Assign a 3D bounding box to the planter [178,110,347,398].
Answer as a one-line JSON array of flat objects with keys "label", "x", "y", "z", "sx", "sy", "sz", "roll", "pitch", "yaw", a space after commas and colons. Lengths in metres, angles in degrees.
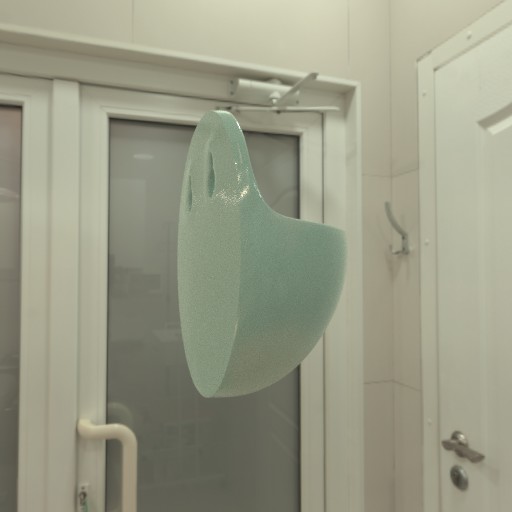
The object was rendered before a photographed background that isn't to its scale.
[{"label": "planter", "x": 0.000, "y": 0.000, "z": 0.276, "sx": 0.073, "sy": 0.164, "sz": 0.189, "roll": 1, "pitch": -2, "yaw": -18}]
